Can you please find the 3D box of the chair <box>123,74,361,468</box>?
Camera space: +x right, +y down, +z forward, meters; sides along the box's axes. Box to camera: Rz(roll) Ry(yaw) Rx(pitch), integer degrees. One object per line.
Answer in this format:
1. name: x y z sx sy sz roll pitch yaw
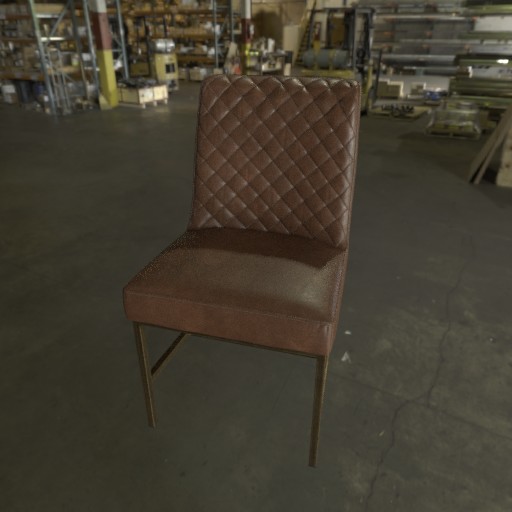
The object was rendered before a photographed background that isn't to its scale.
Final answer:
1. chair: 0.000 0.000 1.229 0.508 0.889 0.587 8 28 14
